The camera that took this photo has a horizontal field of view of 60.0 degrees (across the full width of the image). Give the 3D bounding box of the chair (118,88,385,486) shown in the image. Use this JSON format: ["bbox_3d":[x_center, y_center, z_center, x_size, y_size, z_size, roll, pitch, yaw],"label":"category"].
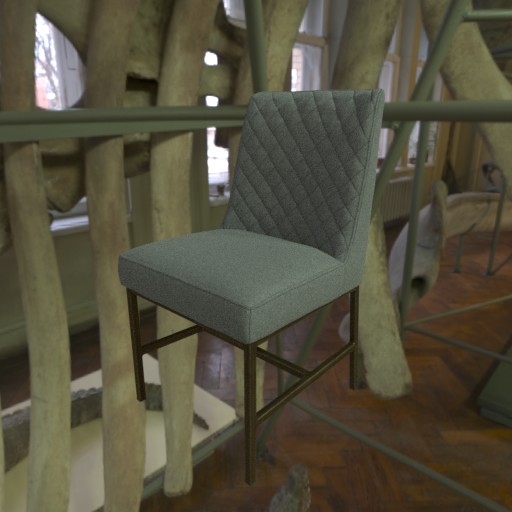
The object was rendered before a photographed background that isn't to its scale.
[{"bbox_3d":[0.000,0.000,1.234,0.508,0.889,0.587,16,24,41],"label":"chair"}]
